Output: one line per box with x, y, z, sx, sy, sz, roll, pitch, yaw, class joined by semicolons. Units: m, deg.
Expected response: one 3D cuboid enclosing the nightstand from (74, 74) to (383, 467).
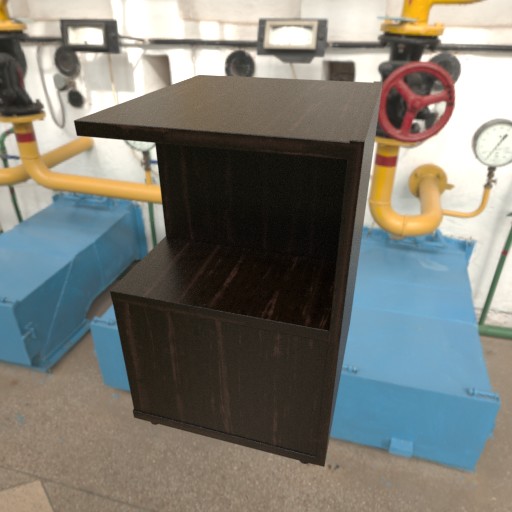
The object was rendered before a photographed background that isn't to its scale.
0.000;0.000;0.813;0.356;0.559;0.400;8;31;14;nightstand
